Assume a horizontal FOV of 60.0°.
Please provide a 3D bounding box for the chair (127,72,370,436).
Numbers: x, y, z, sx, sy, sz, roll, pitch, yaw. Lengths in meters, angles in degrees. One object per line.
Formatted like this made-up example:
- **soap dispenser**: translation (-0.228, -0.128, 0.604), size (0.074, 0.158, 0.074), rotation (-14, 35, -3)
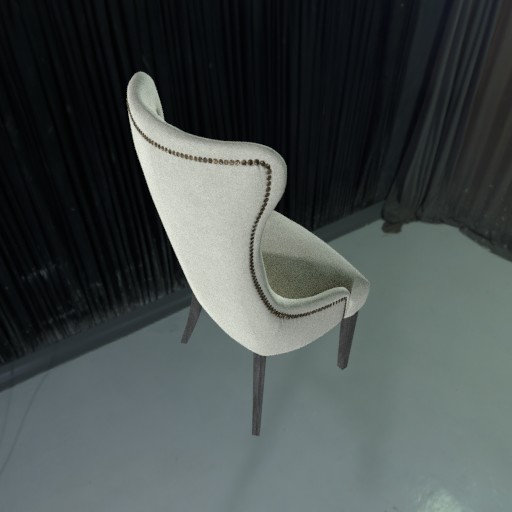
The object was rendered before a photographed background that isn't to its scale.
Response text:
- **chair**: translation (0.000, 0.000, 1.398), size (0.590, 1.065, 0.584), rotation (-26, 47, -27)
